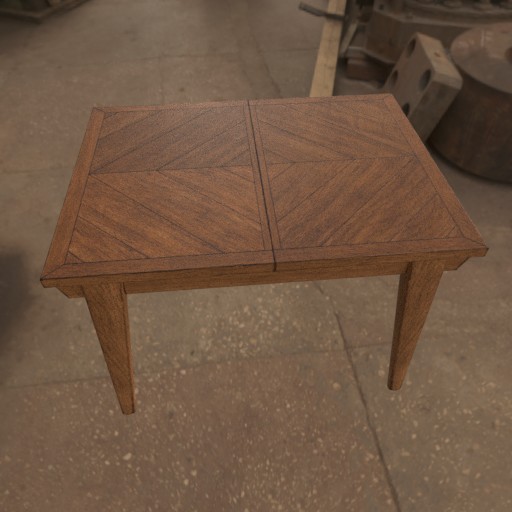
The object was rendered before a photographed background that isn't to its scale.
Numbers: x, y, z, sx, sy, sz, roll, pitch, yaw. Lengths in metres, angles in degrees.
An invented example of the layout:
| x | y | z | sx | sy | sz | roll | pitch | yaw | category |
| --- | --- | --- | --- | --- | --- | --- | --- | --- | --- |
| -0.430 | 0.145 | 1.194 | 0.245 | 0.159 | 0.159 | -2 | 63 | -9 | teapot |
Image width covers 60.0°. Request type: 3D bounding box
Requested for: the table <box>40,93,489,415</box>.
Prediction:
| x | y | z | sx | sy | sz | roll | pitch | yaw | category |
| --- | --- | --- | --- | --- | --- | --- | --- | --- | --- |
| 0.000 | 0.000 | 1.541 | 1.027 | 0.760 | 0.757 | -4 | 47 | -4 | table |
